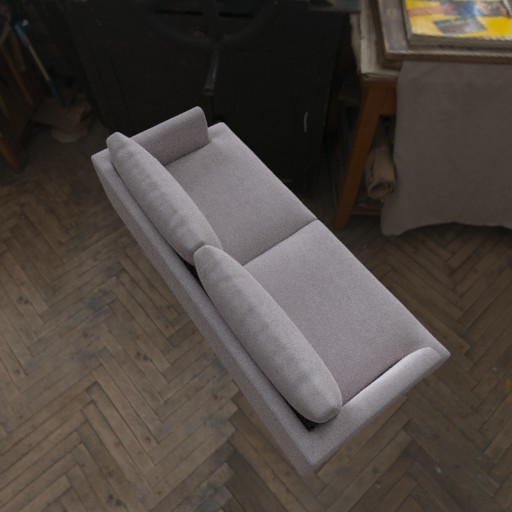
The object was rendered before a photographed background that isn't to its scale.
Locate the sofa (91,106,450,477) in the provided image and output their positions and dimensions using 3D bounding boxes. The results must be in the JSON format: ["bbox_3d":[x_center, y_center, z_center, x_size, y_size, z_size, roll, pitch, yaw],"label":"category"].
[{"bbox_3d":[0.000,0.000,2.703,1.020,0.868,2.250,-32,64,-18],"label":"sofa"}]
